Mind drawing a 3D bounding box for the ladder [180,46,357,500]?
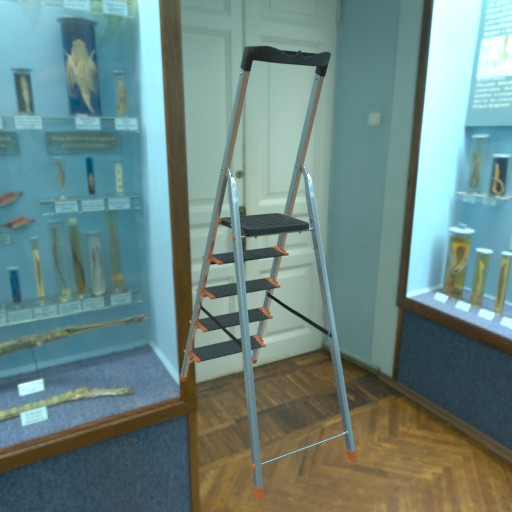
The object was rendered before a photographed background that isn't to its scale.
[{"bbox_3d":[0.000,0.000,2.012,0.480,1.646,0.995,-8,17,-26],"label":"ladder"}]
